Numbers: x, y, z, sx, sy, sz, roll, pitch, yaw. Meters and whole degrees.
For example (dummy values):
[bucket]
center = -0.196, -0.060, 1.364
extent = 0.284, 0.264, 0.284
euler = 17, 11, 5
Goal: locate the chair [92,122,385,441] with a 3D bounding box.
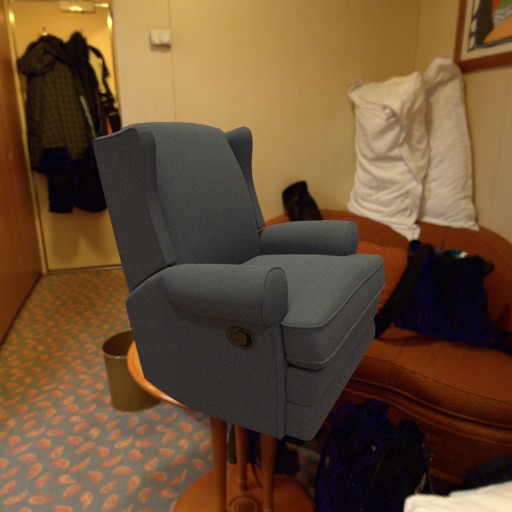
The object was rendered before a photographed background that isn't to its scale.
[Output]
[chair]
center = 0.000, 0.000, 1.751
extent = 0.877, 1.020, 0.971
euler = 8, 18, 27
